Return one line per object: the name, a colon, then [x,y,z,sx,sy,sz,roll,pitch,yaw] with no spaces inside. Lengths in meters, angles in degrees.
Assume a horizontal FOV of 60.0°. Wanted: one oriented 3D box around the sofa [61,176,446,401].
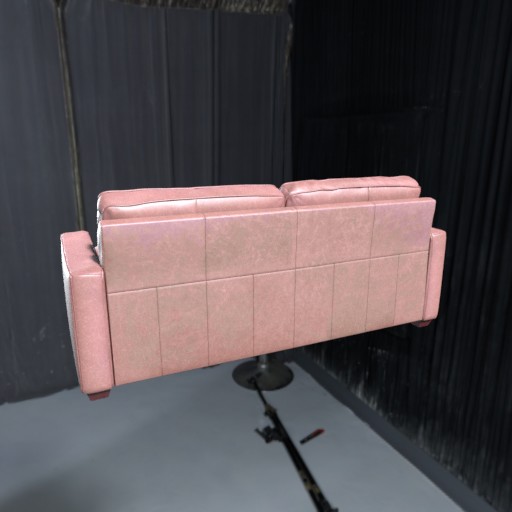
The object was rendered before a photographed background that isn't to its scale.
sofa: [0.000,0.000,2.595,2.080,0.919,0.940,-7,16,-24]
